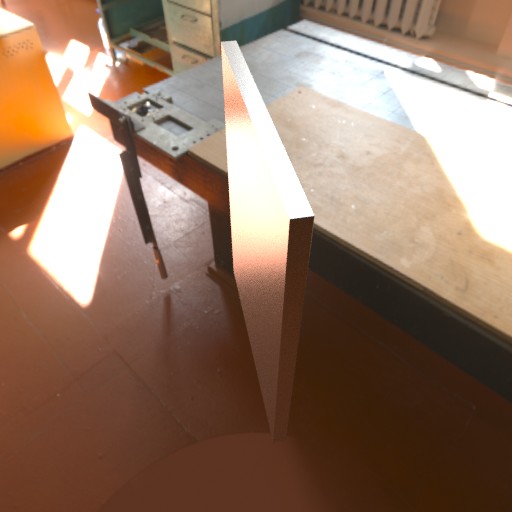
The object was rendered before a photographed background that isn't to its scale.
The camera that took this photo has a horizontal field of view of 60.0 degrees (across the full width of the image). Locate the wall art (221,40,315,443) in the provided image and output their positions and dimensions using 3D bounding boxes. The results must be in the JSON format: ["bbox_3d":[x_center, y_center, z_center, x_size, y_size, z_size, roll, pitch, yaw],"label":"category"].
[{"bbox_3d":[0.000,0.000,0.787,0.025,0.569,0.444,-9,47,-8],"label":"wall art"}]
